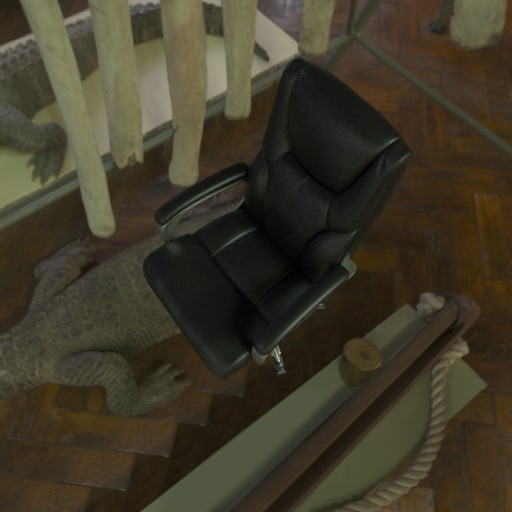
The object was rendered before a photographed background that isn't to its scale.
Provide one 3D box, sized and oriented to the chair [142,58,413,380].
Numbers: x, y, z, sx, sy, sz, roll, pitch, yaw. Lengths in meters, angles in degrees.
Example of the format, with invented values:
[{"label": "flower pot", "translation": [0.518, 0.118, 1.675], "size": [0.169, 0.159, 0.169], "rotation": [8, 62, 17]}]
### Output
[{"label": "chair", "translation": [0.000, 0.000, 1.633], "size": [0.739, 1.155, 0.663], "rotation": [-34, 68, -16]}]
